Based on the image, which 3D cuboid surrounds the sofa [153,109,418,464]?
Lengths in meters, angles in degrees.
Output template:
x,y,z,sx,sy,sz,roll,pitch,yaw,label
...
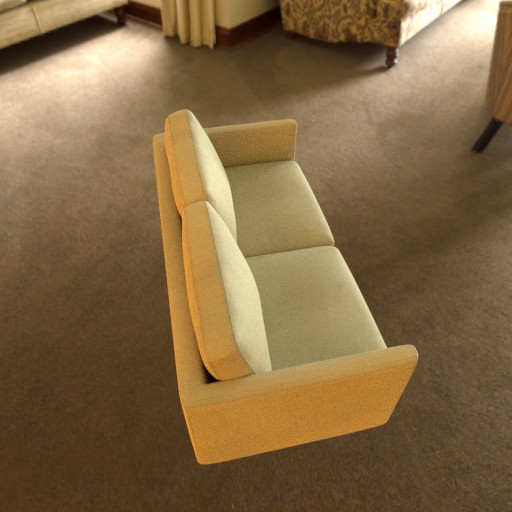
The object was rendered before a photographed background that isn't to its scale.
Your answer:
x,y,z,sx,sy,sz,roll,pitch,yaw,label
0.000,0.000,2.421,0.950,0.940,1.846,-9,48,-8,sofa
